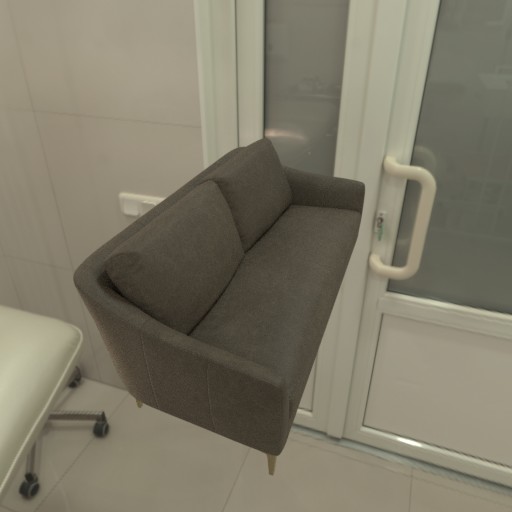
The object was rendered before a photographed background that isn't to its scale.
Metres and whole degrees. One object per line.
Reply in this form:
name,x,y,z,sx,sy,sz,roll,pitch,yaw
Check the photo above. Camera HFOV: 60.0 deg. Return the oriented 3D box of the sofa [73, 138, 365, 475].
sofa,0.000,0.000,2.542,0.960,0.902,2.036,10,32,17
